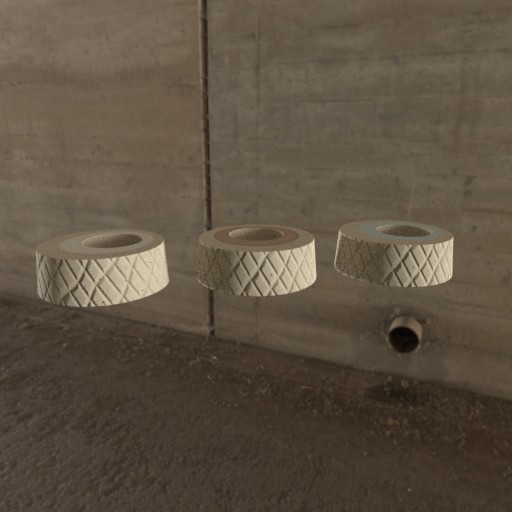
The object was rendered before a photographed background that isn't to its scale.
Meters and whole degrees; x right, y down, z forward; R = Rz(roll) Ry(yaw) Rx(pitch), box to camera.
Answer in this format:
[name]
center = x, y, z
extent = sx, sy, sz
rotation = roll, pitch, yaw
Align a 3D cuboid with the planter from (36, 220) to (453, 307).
[planter]
center = 0.000, 0.000, 0.420
extent = 0.390, 0.038, 0.114
rotation = -3, 17, -9
